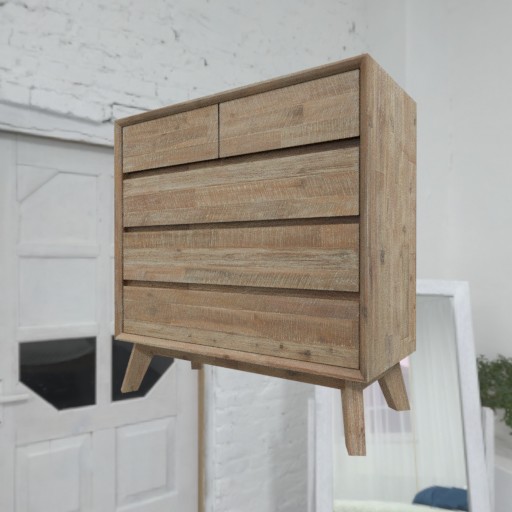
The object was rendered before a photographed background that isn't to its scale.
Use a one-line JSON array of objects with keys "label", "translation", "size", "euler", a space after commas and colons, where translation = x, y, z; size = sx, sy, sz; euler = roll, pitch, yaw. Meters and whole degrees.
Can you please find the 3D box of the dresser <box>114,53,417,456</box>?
[{"label": "dresser", "translation": [0.000, 0.000, 1.589], "size": [0.998, 1.029, 0.455], "euler": [0, 1, 35]}]
